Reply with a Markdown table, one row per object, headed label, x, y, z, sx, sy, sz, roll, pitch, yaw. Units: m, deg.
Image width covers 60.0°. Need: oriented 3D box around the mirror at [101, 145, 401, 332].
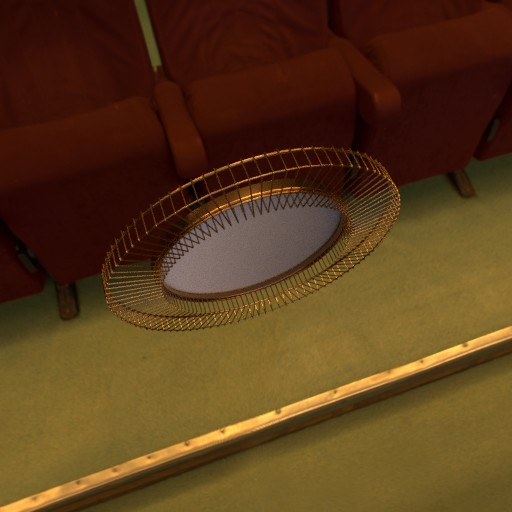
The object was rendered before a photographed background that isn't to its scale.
| label | x | y | z | sx | sy | sz | roll | pitch | yaw |
| --- | --- | --- | --- | --- | --- | --- | --- | --- | --- |
| mirror | 0.000 | 0.000 | 1.059 | 0.703 | 0.703 | 0.067 | -17 | 64 | -8 |
